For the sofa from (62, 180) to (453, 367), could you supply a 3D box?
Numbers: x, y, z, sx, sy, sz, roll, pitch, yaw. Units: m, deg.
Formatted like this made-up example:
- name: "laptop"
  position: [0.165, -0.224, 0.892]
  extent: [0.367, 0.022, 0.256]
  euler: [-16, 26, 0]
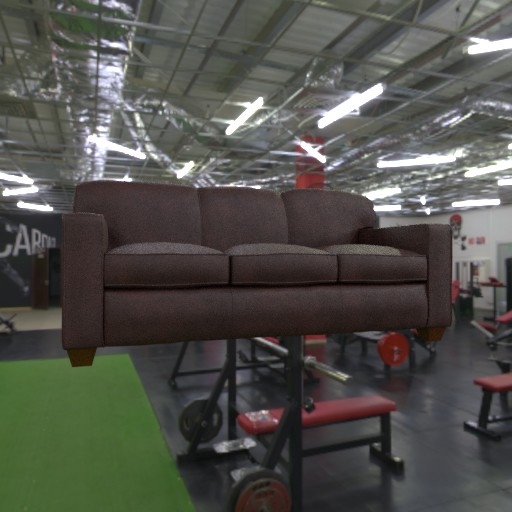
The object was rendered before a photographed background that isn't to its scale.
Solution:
- name: "sofa"
  position: [0.000, 0.000, 2.585]
  extent: [2.039, 0.953, 1.008]
  euler: [0, 0, -18]
